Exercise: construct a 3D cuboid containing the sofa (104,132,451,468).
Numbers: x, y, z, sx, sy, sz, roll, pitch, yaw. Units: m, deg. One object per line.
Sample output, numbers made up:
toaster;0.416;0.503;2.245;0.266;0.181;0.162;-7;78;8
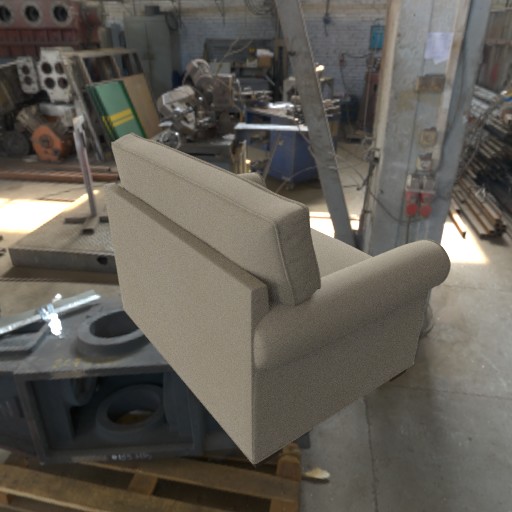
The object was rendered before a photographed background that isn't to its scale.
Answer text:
sofa;0.000;0.000;2.070;0.937;1.006;1.405;-18;32;-32
